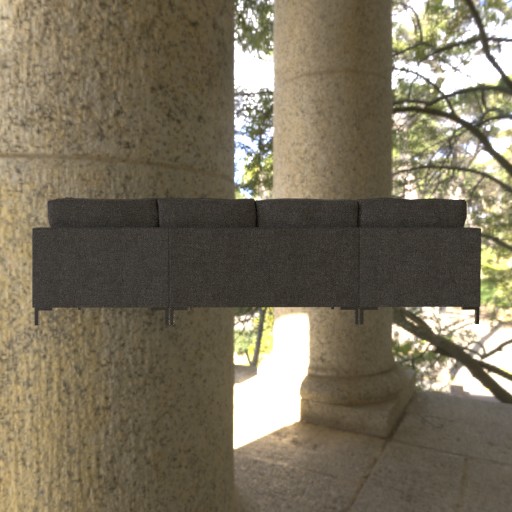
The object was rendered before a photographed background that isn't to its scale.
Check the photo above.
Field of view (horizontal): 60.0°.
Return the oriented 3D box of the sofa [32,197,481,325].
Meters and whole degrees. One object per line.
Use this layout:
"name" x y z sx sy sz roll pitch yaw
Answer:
"sofa" 0.000 0.000 4.318 3.423 0.999 2.048 0 1 -1
